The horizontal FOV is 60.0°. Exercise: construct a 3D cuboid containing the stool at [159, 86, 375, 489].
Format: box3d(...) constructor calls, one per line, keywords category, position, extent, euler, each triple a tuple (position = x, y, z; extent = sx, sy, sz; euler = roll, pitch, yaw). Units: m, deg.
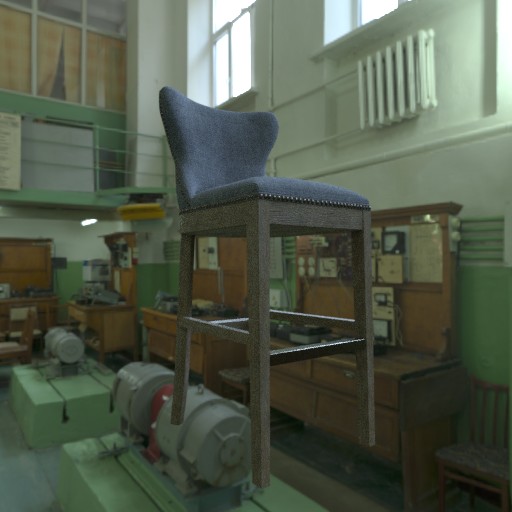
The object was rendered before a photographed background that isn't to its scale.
box3d(category="stool", position=(0.000, 0.000, 1.428), extent=(0.494, 1.123, 0.606), euler=(0, -1, -37))
